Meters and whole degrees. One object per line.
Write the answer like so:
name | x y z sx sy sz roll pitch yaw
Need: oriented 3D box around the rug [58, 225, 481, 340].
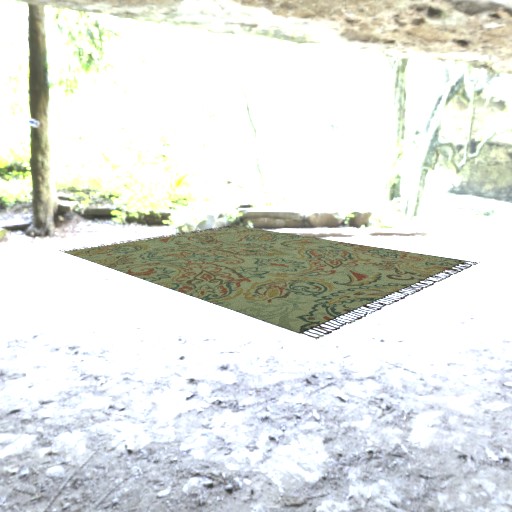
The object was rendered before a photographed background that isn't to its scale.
rug | 0.000 0.000 4.254 3.274 0.015 2.439 12 17 43
